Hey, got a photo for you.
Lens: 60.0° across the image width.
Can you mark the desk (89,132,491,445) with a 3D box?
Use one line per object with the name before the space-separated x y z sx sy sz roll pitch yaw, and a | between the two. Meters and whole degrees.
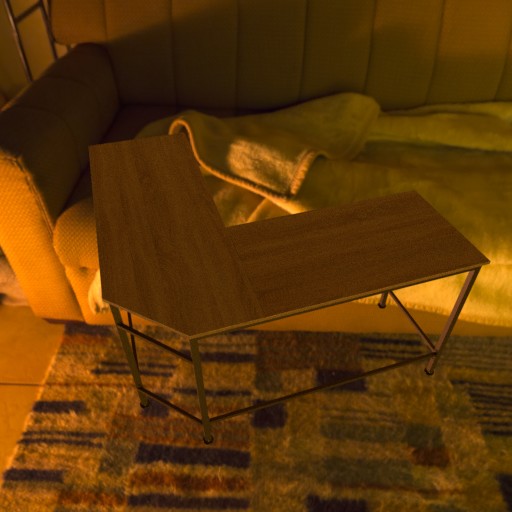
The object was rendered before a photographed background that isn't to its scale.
desk | 0.000 0.000 2.216 1.379 0.739 1.379 -12 43 -13
